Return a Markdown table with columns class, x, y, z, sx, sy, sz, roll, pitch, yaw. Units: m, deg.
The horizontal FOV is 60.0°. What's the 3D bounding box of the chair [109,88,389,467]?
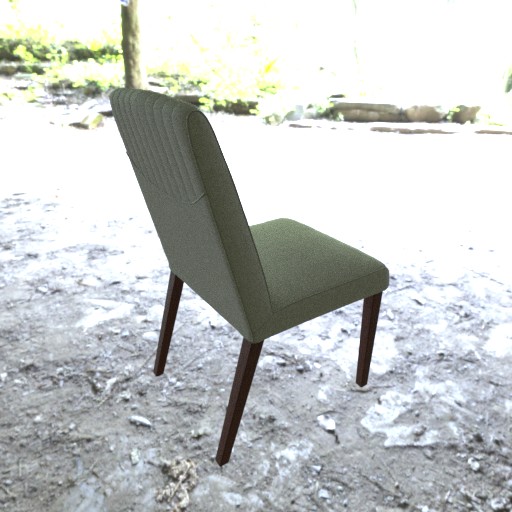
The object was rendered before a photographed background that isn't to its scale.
| class | x | y | z | sx | sy | sz | roll | pitch | yaw |
| --- | --- | --- | --- | --- | --- | --- | --- | --- | --- |
| chair | 0.000 | 0.000 | 1.242 | 0.594 | 0.900 | 0.480 | -17 | 30 | -31 |
